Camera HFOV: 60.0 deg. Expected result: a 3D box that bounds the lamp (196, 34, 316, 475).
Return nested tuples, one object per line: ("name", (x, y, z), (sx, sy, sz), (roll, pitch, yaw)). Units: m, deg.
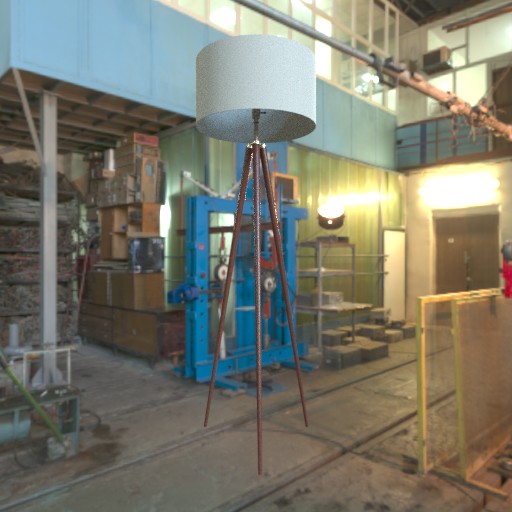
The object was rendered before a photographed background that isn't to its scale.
("lamp", (0.000, 0.000, 1.794), (0.483, 1.553, 0.483), (0, 0, 0))
